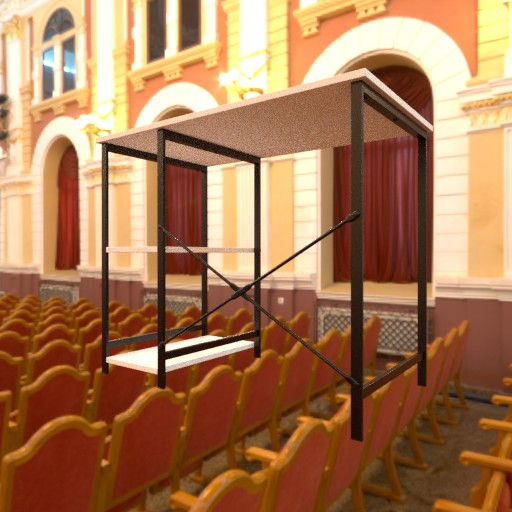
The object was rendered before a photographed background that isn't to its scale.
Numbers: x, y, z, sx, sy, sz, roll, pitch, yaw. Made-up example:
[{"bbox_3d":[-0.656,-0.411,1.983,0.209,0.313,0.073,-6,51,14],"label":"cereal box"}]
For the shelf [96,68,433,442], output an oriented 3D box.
[{"bbox_3d":[0.000,0.000,1.347,0.902,0.750,0.498,0,0,36],"label":"shelf"}]
